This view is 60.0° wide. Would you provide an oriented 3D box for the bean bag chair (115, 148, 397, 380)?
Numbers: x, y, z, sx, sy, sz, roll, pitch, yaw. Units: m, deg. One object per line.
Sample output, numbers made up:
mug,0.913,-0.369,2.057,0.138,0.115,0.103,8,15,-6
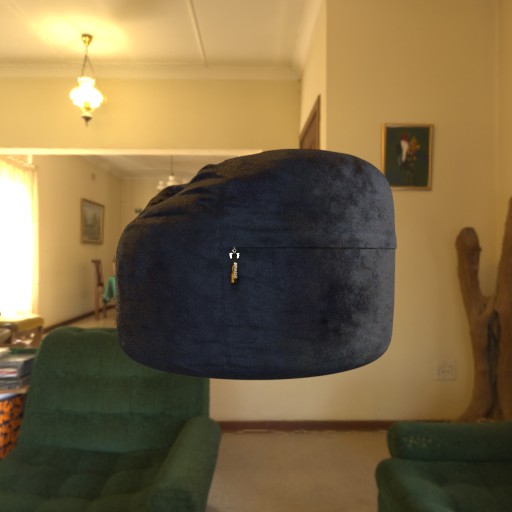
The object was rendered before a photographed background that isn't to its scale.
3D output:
bean bag chair,0.000,0.000,1.507,0.918,0.616,0.918,0,0,0
